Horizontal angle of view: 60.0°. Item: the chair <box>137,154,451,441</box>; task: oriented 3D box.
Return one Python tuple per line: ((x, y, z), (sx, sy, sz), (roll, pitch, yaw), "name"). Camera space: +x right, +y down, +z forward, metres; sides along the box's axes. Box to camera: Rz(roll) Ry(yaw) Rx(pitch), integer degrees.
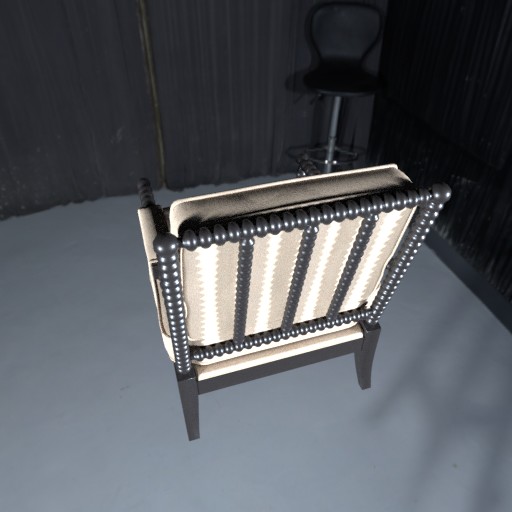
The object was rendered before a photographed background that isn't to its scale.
((0.000, 0.000, 1.165), (0.555, 0.703, 0.657), (-12, 41, -13), "chair")
